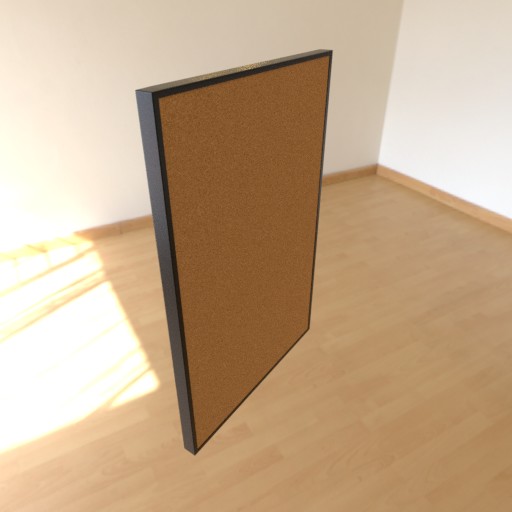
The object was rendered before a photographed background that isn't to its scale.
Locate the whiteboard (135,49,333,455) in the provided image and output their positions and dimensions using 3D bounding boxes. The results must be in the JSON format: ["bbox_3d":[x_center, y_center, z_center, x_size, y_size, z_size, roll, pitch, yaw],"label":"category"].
[{"bbox_3d":[0.000,0.000,0.763,0.026,0.611,0.406,20,37,29],"label":"whiteboard"}]
